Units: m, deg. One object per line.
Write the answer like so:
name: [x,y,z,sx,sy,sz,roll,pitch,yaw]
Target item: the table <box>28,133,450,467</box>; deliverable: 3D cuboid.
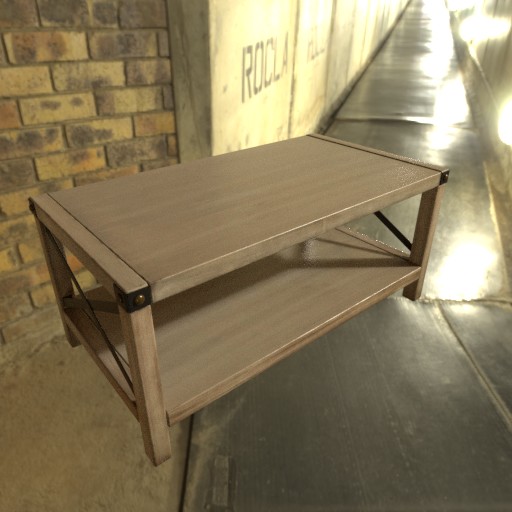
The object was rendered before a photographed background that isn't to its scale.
table: [0.000,0.000,1.291,1.016,0.456,0.559,-22,36,-34]
